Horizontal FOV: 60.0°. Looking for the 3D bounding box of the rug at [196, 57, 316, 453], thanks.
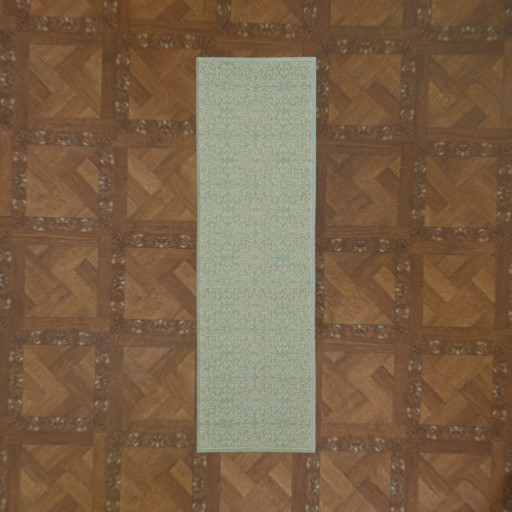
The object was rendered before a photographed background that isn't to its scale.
[{"bbox_3d":[0.000,0.000,2.461,0.662,0.011,2.196,0,91,0],"label":"rug"}]
